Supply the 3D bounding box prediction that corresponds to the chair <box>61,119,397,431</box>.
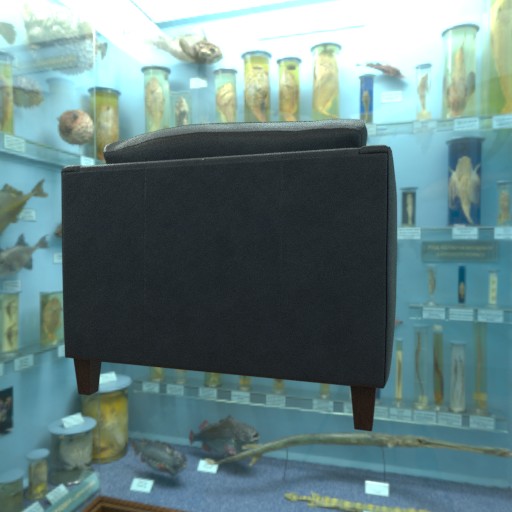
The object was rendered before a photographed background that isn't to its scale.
[{"bbox_3d":[0.000,0.000,1.550,0.939,0.811,0.862,0,2,18],"label":"chair"}]
